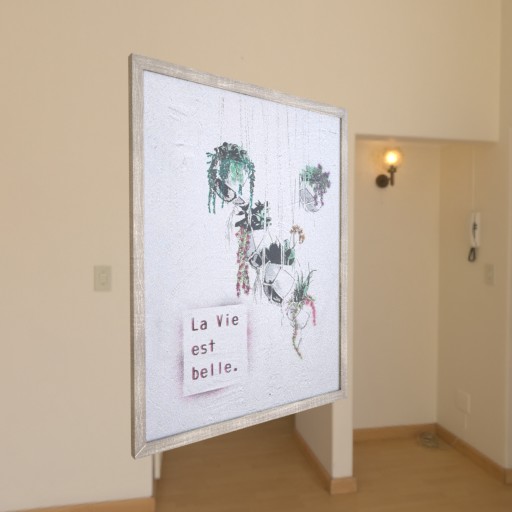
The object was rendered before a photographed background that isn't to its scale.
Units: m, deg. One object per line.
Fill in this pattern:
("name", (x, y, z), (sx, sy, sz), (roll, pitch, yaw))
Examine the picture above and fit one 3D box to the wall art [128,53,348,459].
("wall art", (0.000, 0.000, 1.353), (0.781, 1.022, 0.035), (-1, 2, -36))
